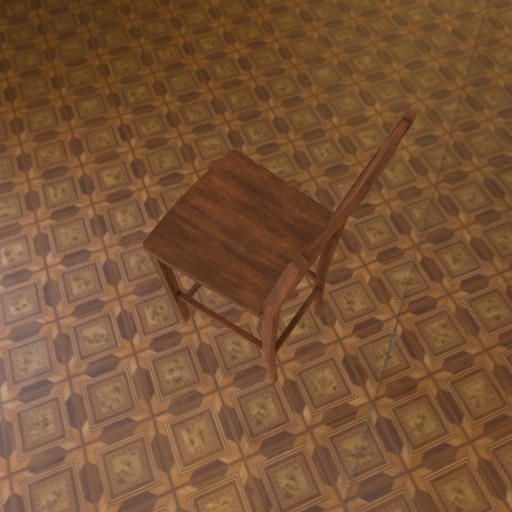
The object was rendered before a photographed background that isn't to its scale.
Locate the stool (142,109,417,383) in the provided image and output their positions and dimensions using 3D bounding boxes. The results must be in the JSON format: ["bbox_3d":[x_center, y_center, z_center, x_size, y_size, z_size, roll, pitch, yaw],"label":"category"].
[{"bbox_3d":[0.000,0.000,1.342,0.504,1.098,0.426,32,67,16],"label":"stool"}]
